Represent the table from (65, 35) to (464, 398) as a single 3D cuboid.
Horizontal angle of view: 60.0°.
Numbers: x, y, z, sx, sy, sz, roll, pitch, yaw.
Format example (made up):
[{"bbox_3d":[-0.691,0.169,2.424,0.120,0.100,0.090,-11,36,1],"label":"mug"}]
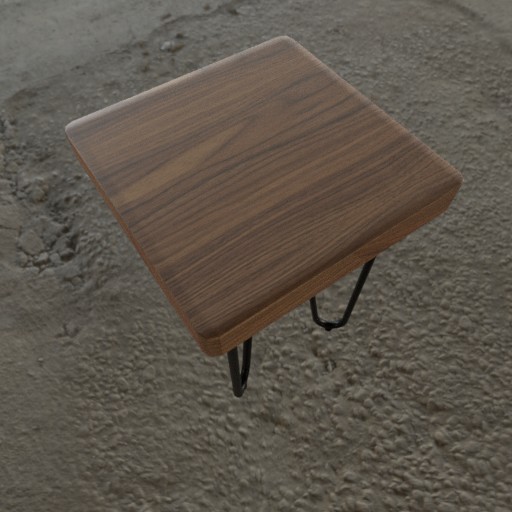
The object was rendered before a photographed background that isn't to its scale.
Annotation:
[{"bbox_3d":[0.000,0.000,0.992,0.480,0.641,0.479,-30,63,-18],"label":"table"}]
